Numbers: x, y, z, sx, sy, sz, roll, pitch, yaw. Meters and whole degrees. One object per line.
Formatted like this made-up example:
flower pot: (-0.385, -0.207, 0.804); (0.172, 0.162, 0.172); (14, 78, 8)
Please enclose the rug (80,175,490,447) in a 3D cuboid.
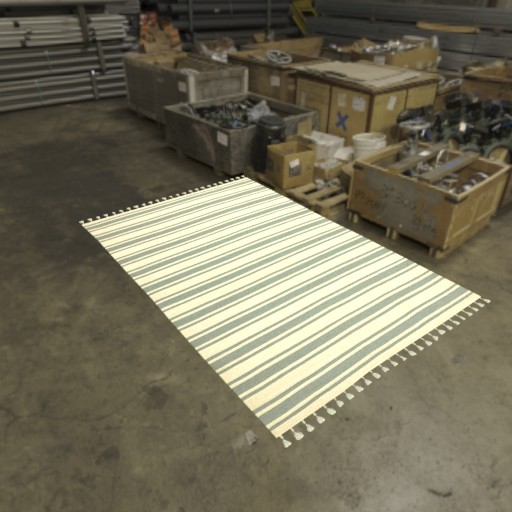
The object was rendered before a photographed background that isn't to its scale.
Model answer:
rug: (0.000, 0.000, 2.937); (1.539, 0.011, 2.410); (-22, 38, -31)
